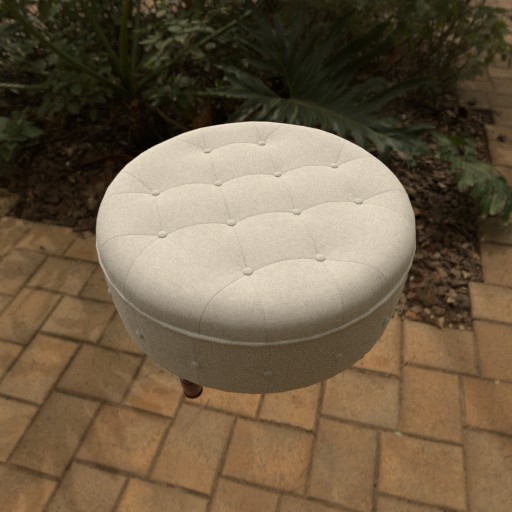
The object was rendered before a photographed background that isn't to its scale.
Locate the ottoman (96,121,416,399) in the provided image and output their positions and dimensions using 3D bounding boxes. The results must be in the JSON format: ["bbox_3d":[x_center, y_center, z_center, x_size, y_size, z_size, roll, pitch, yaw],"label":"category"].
[{"bbox_3d":[0.000,0.000,1.329,0.850,0.483,0.850,0,45,0],"label":"ottoman"}]
